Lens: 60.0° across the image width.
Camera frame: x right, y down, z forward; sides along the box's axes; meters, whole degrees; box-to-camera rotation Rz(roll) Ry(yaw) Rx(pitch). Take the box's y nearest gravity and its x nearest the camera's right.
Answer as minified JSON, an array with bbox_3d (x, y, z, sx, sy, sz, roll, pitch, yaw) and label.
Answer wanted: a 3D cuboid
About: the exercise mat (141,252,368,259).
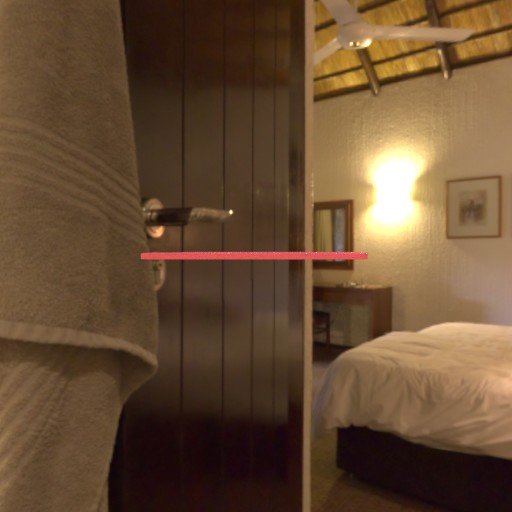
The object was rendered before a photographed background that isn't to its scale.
[{"bbox_3d":[0.000,0.000,2.084,0.616,0.021,1.884,0,0,0],"label":"exercise mat"}]
